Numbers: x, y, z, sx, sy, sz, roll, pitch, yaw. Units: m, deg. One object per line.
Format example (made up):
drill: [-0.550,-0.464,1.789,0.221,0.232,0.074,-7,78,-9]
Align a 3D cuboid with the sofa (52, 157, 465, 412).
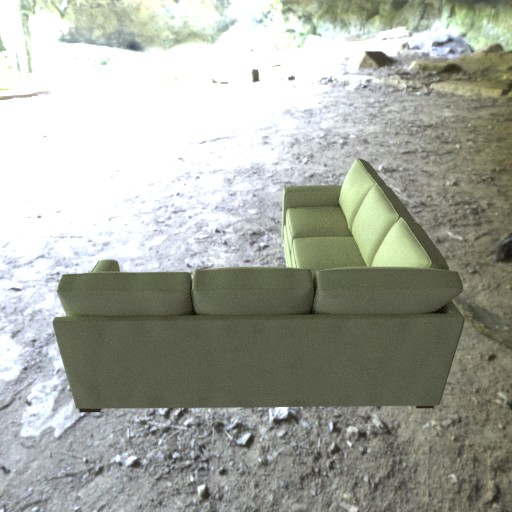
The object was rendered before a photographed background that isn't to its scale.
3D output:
sofa: [0.000,0.000,3.382,2.189,0.939,2.182,0,30,-1]
